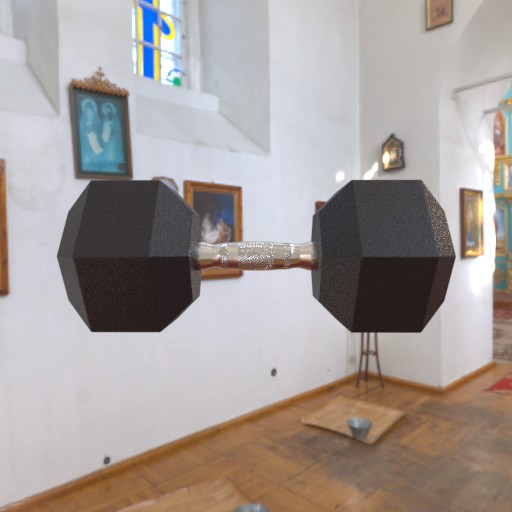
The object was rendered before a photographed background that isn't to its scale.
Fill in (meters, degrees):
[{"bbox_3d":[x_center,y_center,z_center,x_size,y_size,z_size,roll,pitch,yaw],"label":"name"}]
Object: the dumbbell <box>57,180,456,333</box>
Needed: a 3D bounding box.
[{"bbox_3d":[0.000,0.000,0.338,0.271,0.106,0.122,0,0,1],"label":"dumbbell"}]
